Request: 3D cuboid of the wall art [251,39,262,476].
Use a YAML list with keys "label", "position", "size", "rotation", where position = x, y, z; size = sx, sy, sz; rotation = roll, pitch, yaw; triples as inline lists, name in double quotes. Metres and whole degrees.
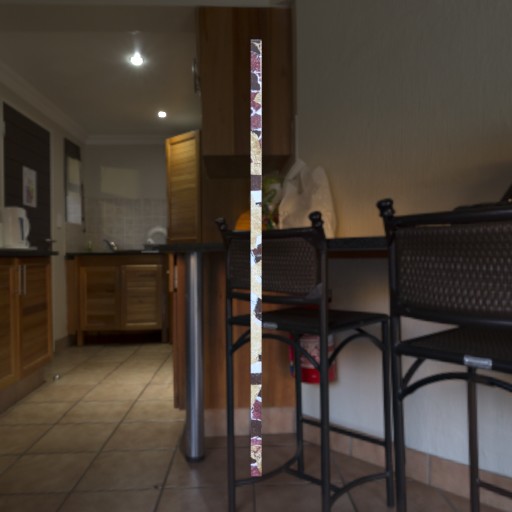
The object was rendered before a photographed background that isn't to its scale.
- label: "wall art"
  position: [0.000, 0.000, 0.614]
  size: [0.010, 0.406, 0.404]
  rotation: [0, 1, 0]
